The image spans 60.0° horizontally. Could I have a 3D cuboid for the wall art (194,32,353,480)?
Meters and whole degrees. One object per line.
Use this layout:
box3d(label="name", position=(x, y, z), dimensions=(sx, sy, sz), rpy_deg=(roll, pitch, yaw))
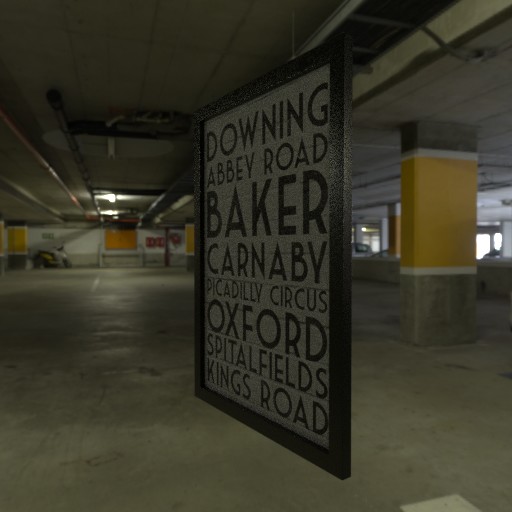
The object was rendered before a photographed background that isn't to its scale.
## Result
box3d(label="wall art", position=(0.000, 0.000, 0.553), dimensions=(0.013, 0.432, 0.304), rpy_deg=(-1, 1, -36))
